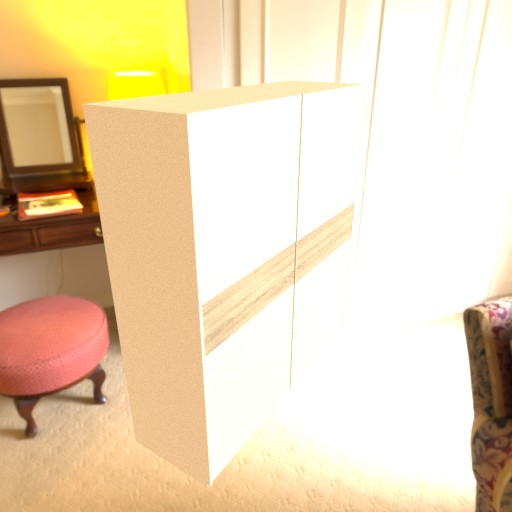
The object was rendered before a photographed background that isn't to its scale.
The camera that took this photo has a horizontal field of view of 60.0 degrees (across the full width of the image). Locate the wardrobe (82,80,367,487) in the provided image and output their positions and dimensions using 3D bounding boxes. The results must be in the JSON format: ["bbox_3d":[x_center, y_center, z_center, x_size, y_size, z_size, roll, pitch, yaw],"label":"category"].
[{"bbox_3d":[0.000,0.000,2.896,0.600,2.020,1.830,16,29,30],"label":"wardrobe"}]
